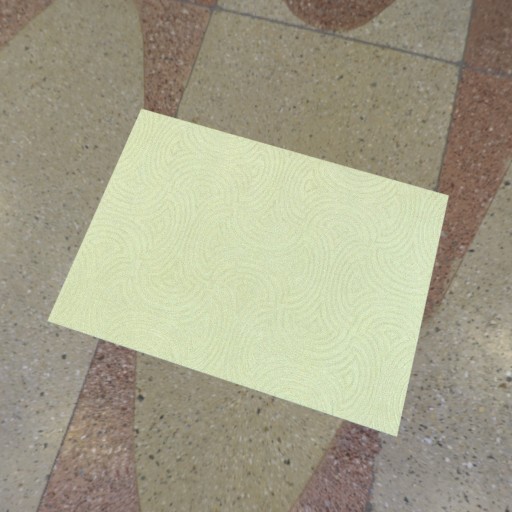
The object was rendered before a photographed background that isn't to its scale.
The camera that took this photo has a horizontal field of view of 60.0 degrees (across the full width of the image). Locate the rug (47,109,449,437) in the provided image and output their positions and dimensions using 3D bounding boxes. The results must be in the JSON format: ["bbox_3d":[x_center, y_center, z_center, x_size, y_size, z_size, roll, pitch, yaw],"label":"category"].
[{"bbox_3d":[0.000,0.000,2.757,2.132,0.015,1.526,17,75,5],"label":"rug"}]
